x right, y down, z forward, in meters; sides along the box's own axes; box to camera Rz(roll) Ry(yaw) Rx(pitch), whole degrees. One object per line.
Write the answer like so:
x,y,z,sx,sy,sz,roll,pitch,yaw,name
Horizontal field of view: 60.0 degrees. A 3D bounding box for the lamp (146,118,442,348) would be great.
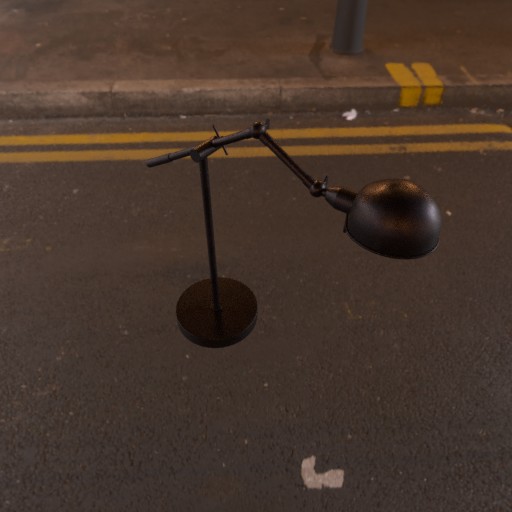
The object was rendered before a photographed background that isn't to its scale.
0.000,0.000,0.810,0.567,0.495,0.185,26,49,25,lamp
